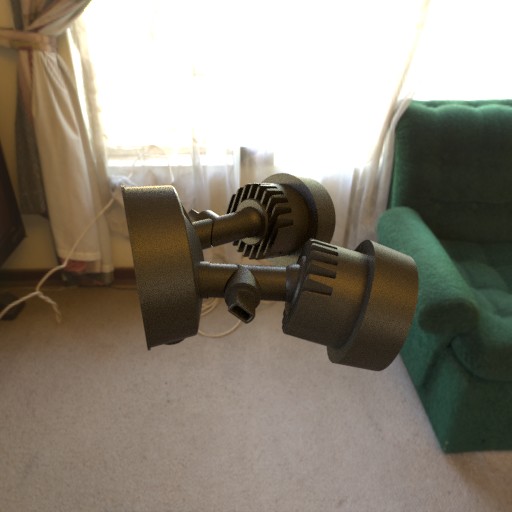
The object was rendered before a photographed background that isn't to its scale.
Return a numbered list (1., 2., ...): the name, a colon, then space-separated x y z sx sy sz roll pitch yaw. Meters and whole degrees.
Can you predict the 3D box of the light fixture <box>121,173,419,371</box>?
1. light fixture: 0.000 0.000 0.316 0.168 0.120 0.213 -9 32 -15
